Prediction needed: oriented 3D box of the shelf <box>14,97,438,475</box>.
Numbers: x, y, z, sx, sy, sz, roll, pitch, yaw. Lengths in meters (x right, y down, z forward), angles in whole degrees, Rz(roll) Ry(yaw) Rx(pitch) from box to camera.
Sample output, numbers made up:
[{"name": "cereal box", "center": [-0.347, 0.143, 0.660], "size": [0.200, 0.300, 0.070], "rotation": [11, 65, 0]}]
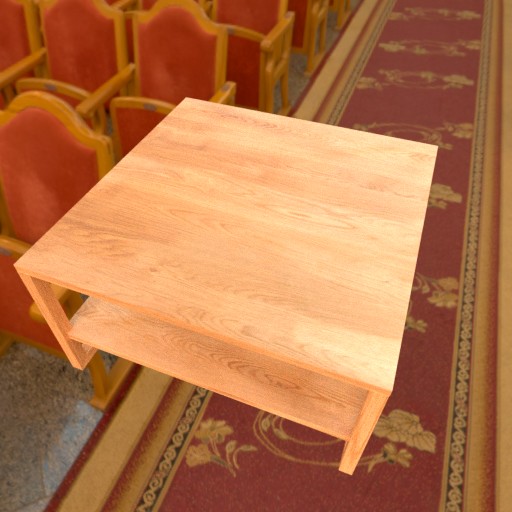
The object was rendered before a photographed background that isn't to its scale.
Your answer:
[{"name": "shelf", "center": [0.000, 0.000, 1.411], "size": [0.899, 0.480, 0.899], "rotation": [16, 48, 14]}]
